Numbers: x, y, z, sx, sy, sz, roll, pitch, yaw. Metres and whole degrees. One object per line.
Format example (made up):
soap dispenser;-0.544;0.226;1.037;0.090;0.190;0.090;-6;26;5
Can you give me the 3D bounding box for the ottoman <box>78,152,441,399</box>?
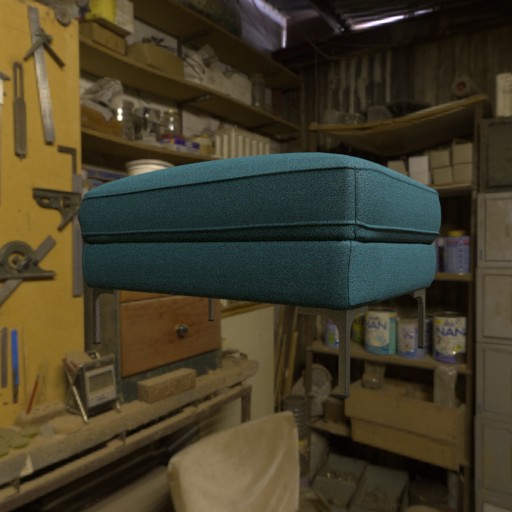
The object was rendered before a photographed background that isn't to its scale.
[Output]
ottoman;0.000;0.000;1.220;0.856;0.498;0.563;1;1;36
